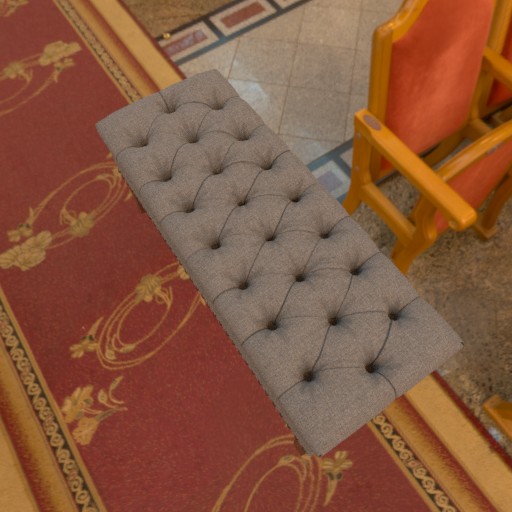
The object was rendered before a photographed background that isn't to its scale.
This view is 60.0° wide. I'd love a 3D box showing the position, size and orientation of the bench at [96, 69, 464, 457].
[{"bbox_3d":[0.000,0.000,1.297,0.417,0.470,1.052,-31,67,-15],"label":"bench"}]
